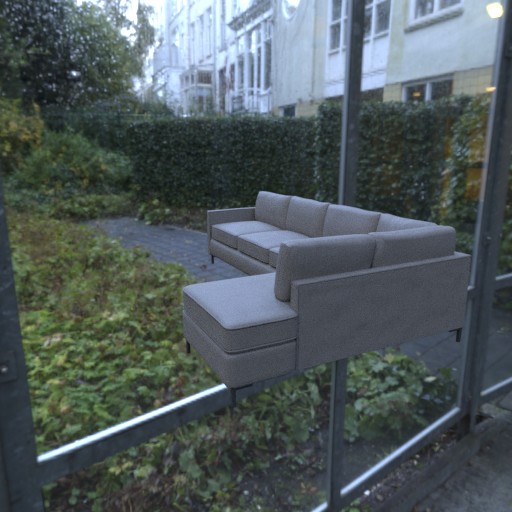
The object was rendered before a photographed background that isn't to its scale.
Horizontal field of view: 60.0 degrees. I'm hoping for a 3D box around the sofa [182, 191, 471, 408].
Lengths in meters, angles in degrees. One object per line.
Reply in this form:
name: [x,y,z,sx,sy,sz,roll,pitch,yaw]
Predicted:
sofa: [0.000,0.000,4.425,2.077,0.964,3.331,-7,15,-26]
